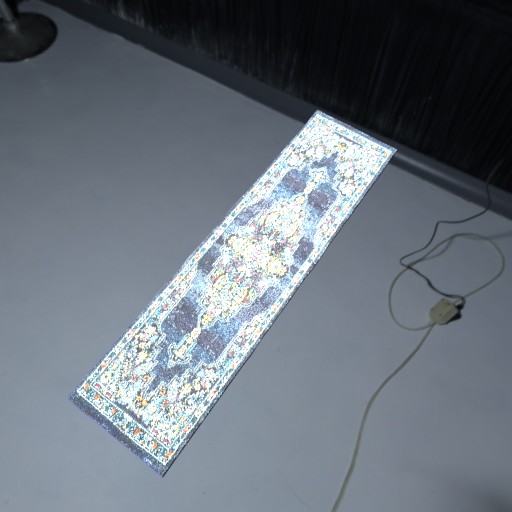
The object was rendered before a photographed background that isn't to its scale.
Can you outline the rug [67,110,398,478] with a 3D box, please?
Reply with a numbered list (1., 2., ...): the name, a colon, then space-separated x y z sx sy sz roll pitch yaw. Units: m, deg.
1. rug: 0.000 0.000 2.455 0.602 0.016 2.283 32 67 16
